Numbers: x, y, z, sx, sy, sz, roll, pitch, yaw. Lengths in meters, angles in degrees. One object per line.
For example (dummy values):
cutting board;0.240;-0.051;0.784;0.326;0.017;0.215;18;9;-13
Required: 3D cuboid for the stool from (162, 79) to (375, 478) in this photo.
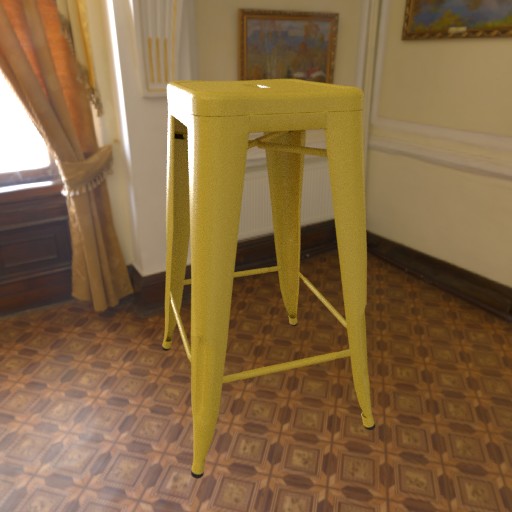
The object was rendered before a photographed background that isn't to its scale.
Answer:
stool;0.000;0.000;0.841;0.359;0.609;0.399;-8;26;-17
